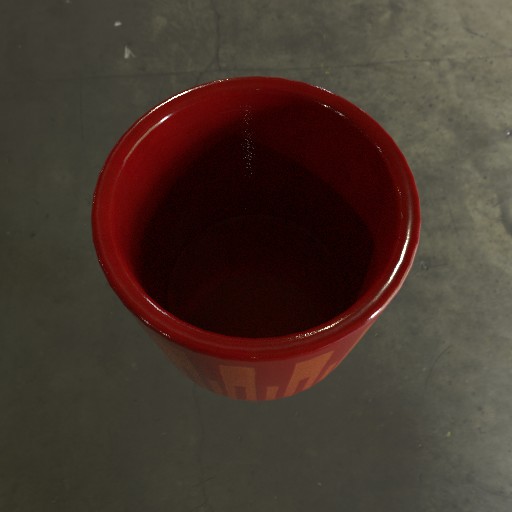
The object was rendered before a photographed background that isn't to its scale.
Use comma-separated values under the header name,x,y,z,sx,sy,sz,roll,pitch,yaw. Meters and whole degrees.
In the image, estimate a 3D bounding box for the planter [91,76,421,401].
name,x,y,z,sx,sy,sz,roll,pitch,yaw
planter,0.000,0.000,0.399,0.230,0.202,0.230,0,65,0
